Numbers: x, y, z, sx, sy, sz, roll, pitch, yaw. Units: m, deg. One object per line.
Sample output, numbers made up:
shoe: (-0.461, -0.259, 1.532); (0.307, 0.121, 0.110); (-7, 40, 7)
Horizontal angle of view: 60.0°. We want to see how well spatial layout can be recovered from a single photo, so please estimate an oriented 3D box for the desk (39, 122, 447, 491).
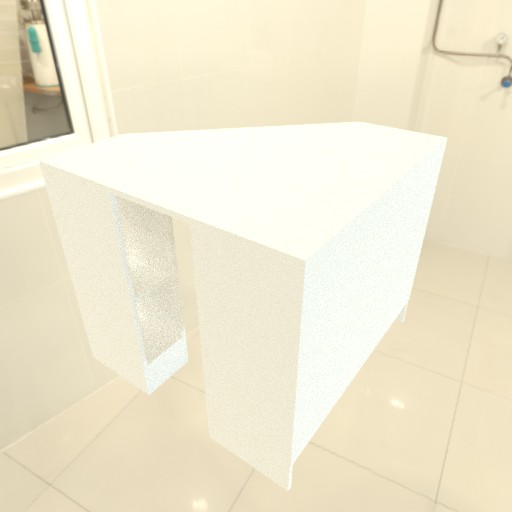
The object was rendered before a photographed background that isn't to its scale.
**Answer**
desk: (0.000, 0.000, 1.638); (0.926, 0.818, 0.940); (22, 39, 30)
